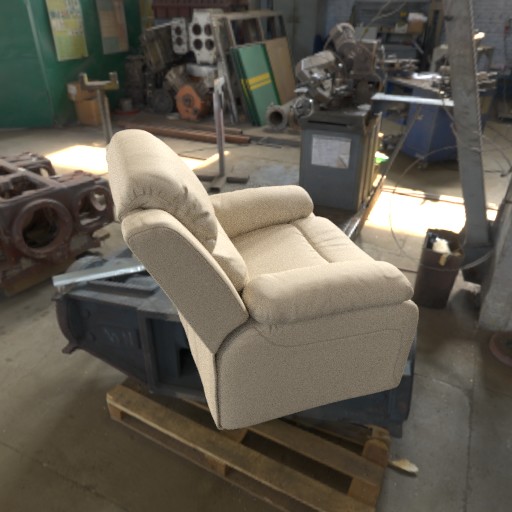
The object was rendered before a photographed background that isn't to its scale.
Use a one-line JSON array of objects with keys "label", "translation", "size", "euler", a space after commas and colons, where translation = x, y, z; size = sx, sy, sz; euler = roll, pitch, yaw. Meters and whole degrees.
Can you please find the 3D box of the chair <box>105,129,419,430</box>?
[{"label": "chair", "translation": [0.000, 0.000, 1.249], "size": [0.709, 0.702, 0.680], "euler": [-10, 32, -17]}]
